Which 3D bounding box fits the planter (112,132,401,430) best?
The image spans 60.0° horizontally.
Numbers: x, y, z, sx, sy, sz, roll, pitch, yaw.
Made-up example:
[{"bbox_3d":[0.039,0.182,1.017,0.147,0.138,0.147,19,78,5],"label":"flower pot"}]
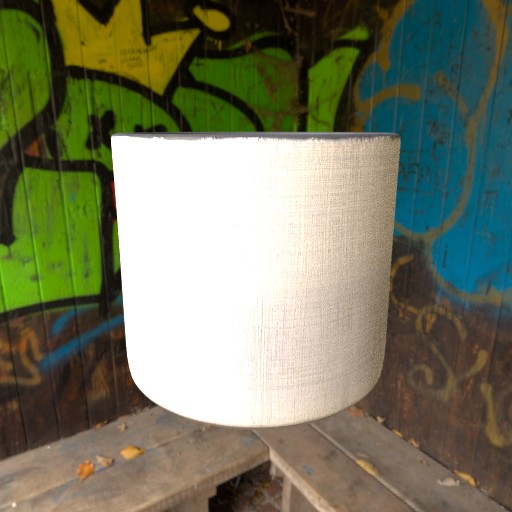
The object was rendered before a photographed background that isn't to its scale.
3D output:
[{"bbox_3d":[0.000,0.000,0.375,0.221,0.201,0.221,0,16,0],"label":"planter"}]
